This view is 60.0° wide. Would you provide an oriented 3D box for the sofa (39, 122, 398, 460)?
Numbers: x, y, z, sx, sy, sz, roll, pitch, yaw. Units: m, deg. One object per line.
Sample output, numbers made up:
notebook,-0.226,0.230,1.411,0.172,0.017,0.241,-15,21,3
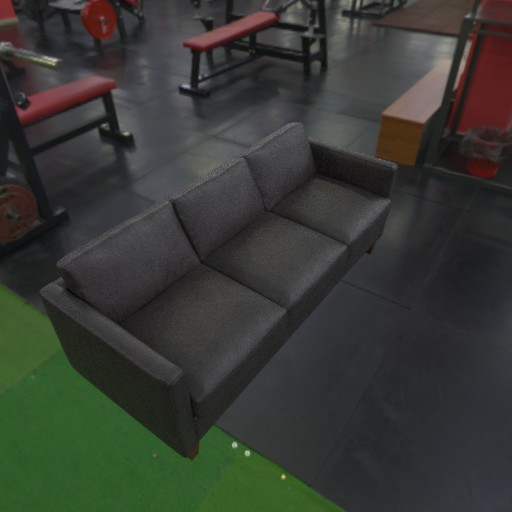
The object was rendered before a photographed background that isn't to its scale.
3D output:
sofa,0.000,0.000,3.028,1.045,1.006,2.464,26,46,27
